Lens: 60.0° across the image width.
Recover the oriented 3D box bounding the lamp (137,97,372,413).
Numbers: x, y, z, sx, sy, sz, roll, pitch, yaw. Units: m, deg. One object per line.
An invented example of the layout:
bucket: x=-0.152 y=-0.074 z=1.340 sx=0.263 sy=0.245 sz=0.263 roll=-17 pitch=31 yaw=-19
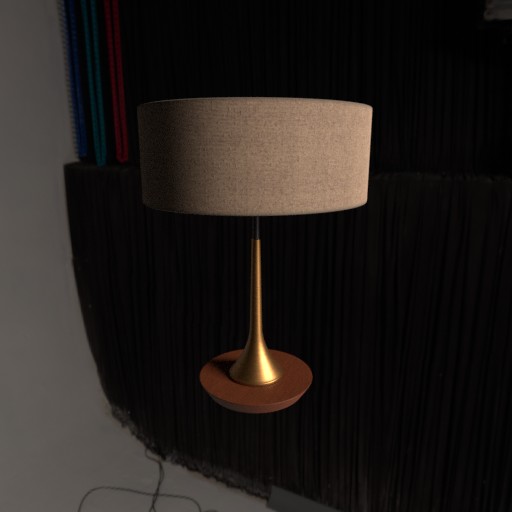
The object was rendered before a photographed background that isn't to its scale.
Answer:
lamp: x=0.000 y=0.000 z=0.844 sx=0.396 sy=0.551 sz=0.417 roll=7 pitch=16 yaw=26
